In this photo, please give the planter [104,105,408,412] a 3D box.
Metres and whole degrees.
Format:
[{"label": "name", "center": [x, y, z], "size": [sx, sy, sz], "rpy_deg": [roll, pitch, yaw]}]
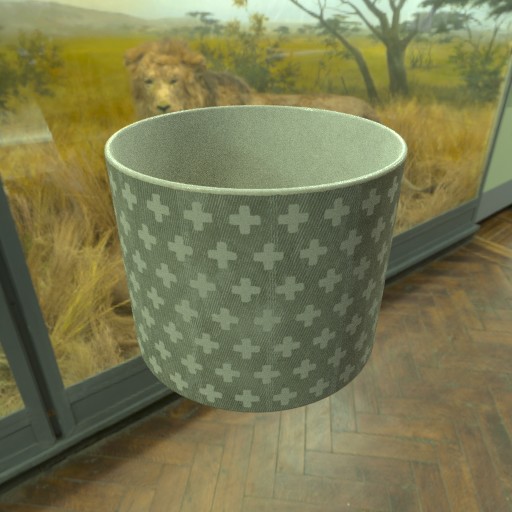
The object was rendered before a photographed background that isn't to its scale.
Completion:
[{"label": "planter", "center": [0.000, 0.000, 0.334], "size": [0.190, 0.181, 0.190], "rpy_deg": [0, 30, 0]}]
